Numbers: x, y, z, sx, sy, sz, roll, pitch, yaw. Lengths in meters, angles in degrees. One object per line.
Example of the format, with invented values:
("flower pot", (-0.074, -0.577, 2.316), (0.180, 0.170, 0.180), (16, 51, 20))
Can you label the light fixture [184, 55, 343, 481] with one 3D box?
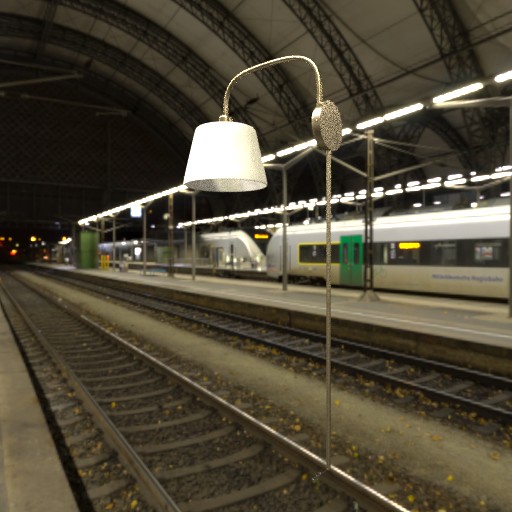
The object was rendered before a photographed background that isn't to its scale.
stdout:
("light fixture", (0.000, 0.000, 0.465), (0.176, 0.399, 0.092), (0, 0, 37))
